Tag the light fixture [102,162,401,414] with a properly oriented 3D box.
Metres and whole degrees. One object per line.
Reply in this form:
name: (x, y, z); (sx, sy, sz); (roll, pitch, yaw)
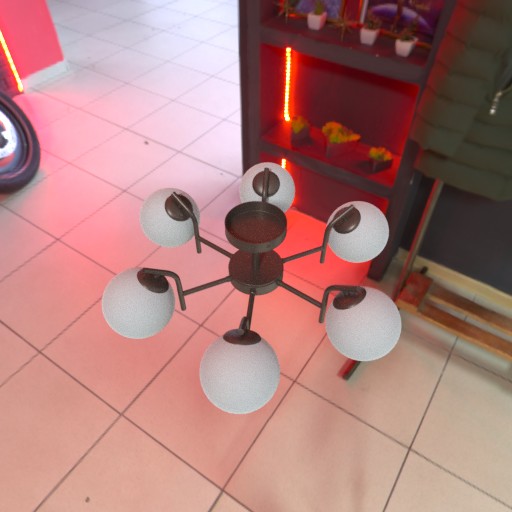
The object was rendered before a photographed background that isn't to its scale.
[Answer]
light fixture: (0.000, 0.000, 0.952); (0.662, 0.201, 0.662); (0, 47, 0)
